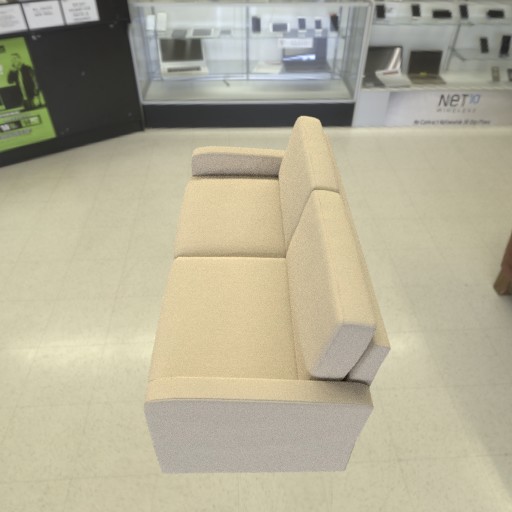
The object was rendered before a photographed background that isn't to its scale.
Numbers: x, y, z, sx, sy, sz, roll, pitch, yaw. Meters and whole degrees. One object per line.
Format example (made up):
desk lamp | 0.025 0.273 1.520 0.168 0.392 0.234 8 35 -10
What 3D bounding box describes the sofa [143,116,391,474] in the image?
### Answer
sofa | 0.000 0.000 2.262 0.894 0.831 1.808 0 41 -1
